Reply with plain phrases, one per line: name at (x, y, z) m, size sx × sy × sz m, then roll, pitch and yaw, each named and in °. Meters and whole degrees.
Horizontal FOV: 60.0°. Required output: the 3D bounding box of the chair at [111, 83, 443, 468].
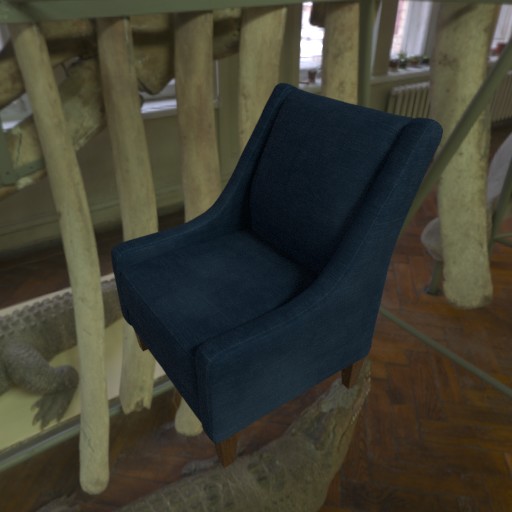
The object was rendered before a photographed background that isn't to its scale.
chair at (0.000, 0.000, 1.616) m, size 0.870 × 1.014 × 0.774 m, roll -20°, pitch 37°, yaw -30°
